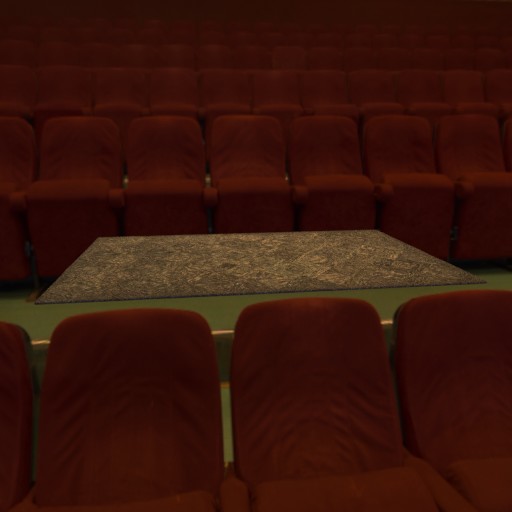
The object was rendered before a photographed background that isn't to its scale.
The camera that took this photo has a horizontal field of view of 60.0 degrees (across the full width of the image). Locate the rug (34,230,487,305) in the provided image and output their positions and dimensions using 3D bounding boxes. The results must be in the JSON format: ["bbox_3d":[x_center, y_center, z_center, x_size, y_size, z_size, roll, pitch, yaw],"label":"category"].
[{"bbox_3d":[0.000,0.000,2.232,1.754,0.010,1.139,-2,14,-8],"label":"rug"}]
